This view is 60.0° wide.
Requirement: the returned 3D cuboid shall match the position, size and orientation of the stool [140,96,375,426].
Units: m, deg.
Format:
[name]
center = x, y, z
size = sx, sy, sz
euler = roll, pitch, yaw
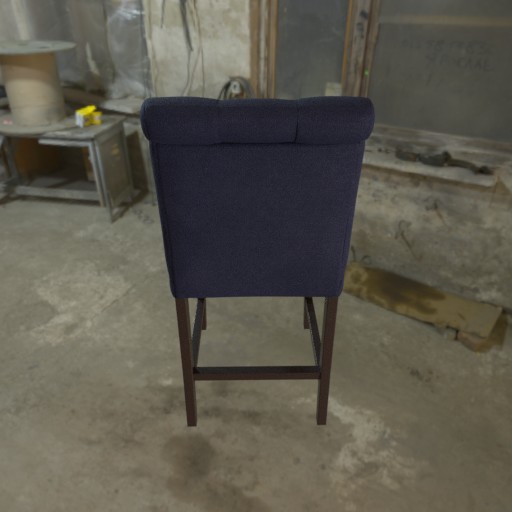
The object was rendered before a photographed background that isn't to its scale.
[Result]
[stool]
center = 0.000, 0.000, 1.337
size = 0.493, 1.010, 0.601
euler = 0, 30, -1
